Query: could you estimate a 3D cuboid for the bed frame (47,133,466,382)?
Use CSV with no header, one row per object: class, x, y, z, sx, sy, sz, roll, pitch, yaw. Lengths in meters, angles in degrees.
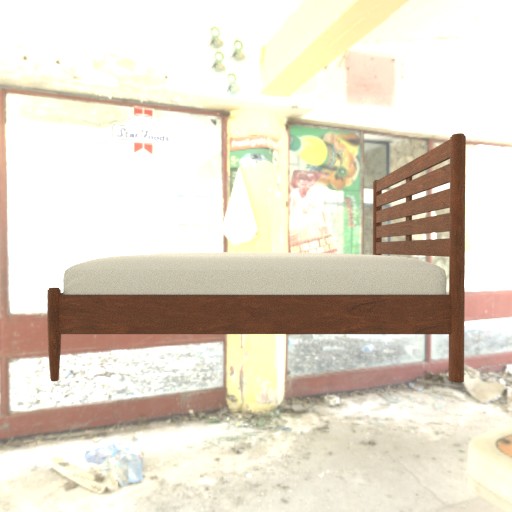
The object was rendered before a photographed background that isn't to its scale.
bed frame,0.000,0.000,3.166,2.234,1.321,1.655,0,1,0
